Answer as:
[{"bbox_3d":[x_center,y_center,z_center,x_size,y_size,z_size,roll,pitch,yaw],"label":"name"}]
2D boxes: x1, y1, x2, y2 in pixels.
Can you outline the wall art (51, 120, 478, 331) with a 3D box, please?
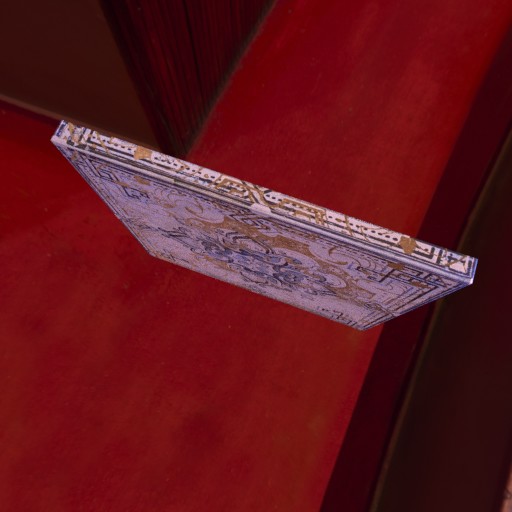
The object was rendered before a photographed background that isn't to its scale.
[{"bbox_3d":[0.000,0.000,0.897,0.609,0.607,0.036,19,76,5],"label":"wall art"}]
